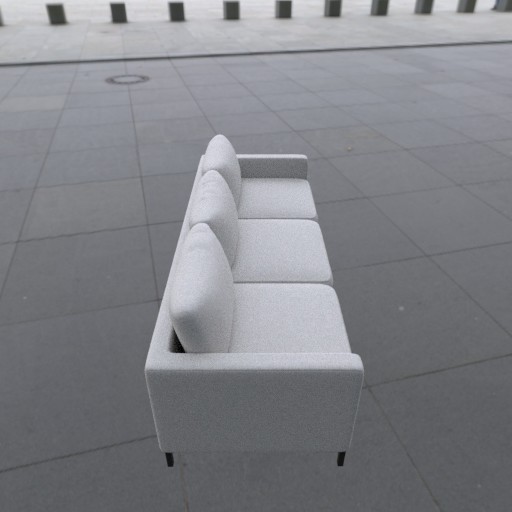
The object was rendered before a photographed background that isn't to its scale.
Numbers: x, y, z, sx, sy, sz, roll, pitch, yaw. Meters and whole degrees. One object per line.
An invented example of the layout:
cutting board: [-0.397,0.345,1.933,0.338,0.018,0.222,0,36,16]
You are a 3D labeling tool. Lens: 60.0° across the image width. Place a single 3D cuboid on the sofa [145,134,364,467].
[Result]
sofa: [0.000,0.000,2.696,0.859,0.874,2.218,0,34,0]
